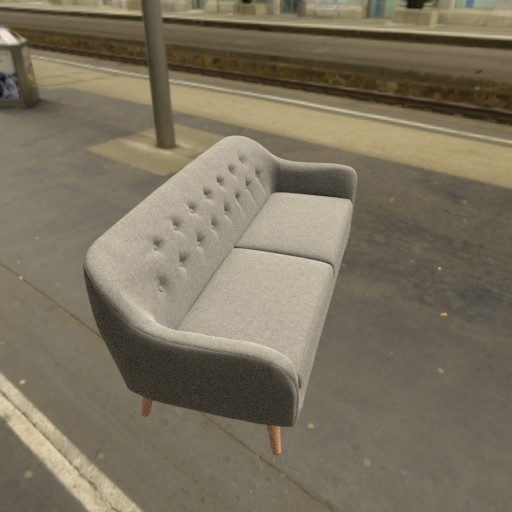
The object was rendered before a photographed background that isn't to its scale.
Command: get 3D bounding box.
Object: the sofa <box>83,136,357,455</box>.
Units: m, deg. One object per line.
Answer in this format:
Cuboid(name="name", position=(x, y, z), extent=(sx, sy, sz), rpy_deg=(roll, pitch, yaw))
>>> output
Cuboid(name="sofa", position=(0.000, 0.000, 2.255), extent=(0.820, 0.820, 1.840), rpy_deg=(9, 33, 15))
